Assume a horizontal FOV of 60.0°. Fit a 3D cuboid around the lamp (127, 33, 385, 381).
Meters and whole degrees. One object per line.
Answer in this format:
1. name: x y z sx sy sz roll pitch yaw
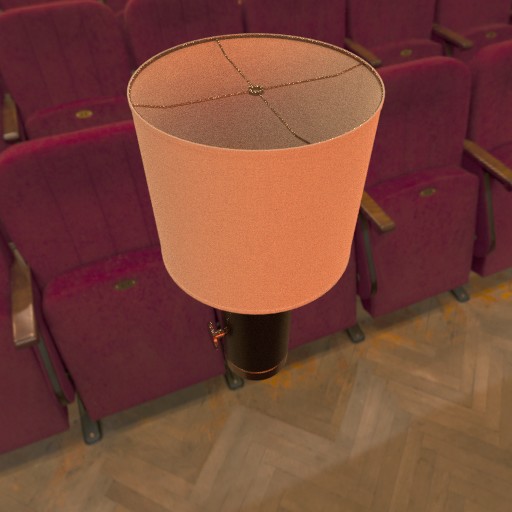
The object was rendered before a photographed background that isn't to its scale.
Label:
1. lamp: 0.000 0.000 0.595 0.240 0.482 0.241 -16 48 -15
